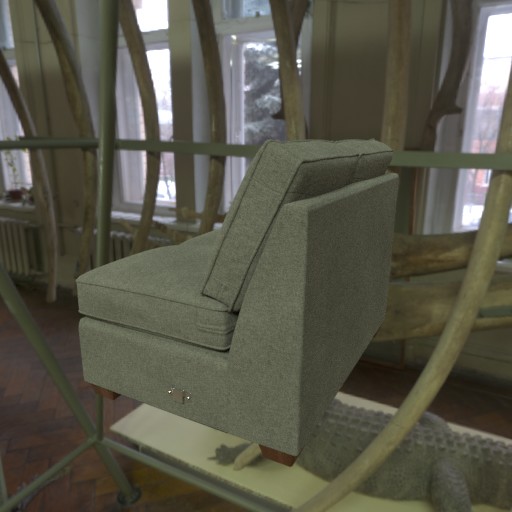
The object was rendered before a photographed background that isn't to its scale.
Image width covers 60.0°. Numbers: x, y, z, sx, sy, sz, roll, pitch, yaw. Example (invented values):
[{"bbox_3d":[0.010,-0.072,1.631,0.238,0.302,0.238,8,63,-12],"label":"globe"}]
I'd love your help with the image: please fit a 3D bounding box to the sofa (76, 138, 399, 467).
[{"bbox_3d":[0.000,0.000,1.967,0.951,1.008,1.237,8,17,27],"label":"sofa"}]
